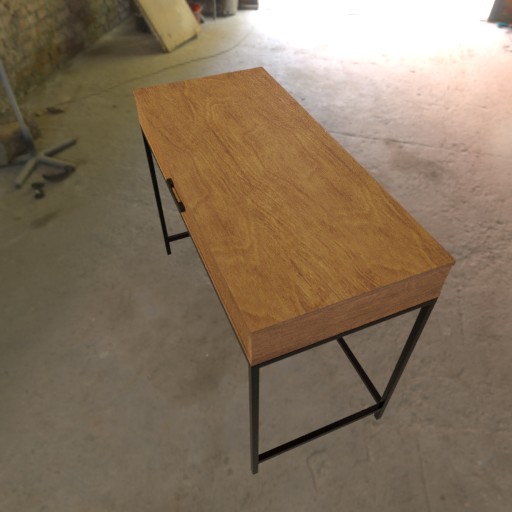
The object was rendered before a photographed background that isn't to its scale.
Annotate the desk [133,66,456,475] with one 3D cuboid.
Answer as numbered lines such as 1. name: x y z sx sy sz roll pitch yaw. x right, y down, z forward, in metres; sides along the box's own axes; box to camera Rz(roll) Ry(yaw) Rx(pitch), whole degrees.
1. desk: 0.000 0.000 1.449 0.470 0.762 1.016 -17 49 -15
